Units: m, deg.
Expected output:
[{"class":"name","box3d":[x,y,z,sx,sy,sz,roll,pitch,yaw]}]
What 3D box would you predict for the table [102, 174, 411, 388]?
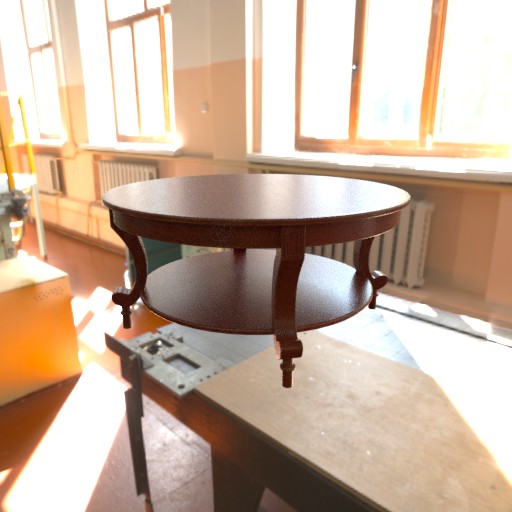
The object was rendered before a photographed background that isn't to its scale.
[{"class":"table","box3d":[0.000,0.000,1.618,1.029,0.486,1.029,0,17,0]}]
